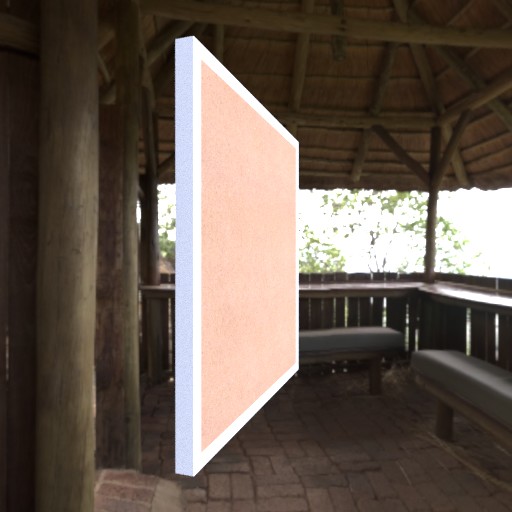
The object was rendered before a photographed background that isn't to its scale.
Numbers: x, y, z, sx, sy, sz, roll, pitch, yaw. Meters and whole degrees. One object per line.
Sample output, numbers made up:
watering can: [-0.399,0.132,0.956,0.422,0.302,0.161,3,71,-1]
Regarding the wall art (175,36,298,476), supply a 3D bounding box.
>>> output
wall art: [0.000,0.000,1.129,0.036,0.760,0.760,0,0,19]
